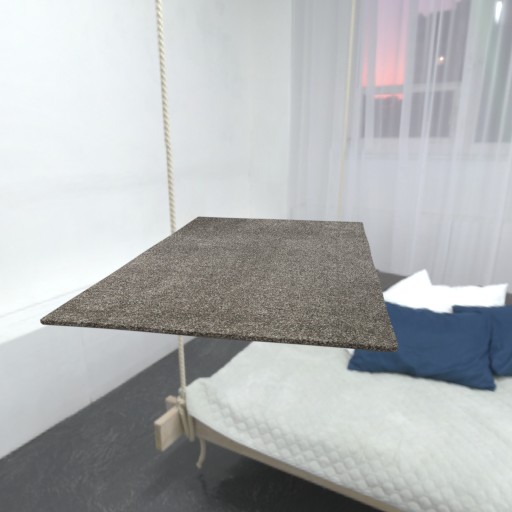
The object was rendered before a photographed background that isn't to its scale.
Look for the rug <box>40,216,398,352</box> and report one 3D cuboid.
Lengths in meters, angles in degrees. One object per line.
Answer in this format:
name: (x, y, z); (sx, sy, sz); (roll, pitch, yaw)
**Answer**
rug: (0.000, 0.000, 2.909); (1.501, 0.025, 2.352); (3, 16, 9)
